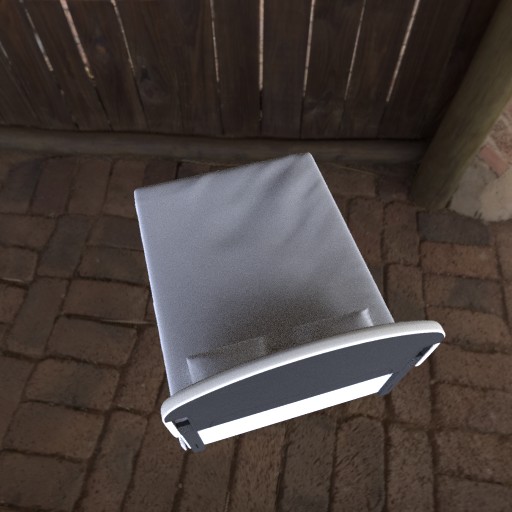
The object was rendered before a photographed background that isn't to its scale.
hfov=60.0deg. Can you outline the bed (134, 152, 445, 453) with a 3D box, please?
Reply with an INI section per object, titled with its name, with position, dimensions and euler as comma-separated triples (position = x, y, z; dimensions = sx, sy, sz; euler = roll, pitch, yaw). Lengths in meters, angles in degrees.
[bed]
position = 0.000, 0.000, 3.063
dimensions = 1.607, 1.410, 2.005
euler = -14, 58, -9
